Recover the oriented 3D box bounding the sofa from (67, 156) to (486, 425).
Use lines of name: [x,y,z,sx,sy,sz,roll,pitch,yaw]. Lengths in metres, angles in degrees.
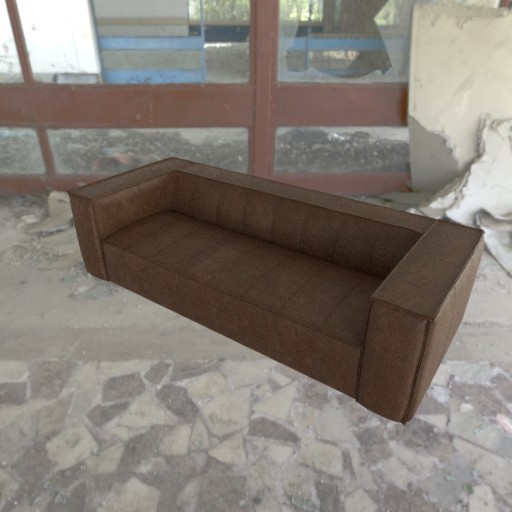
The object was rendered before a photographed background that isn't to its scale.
sofa: [0.000,0.000,2.989,2.581,0.701,1.102,19,34,31]
